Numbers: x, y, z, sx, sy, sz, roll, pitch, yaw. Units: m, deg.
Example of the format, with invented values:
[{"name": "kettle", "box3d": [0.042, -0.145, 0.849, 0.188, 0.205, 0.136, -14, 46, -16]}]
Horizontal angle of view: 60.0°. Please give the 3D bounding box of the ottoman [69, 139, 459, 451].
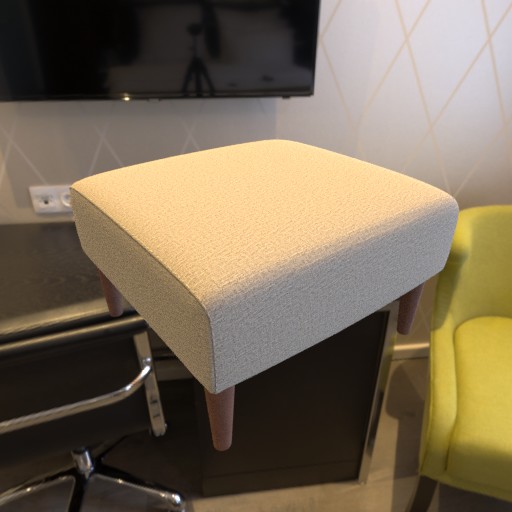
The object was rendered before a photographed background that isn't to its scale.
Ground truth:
[{"name": "ottoman", "box3d": [0.000, 0.000, 1.066, 0.650, 0.398, 0.649, -20, 35, -32]}]
